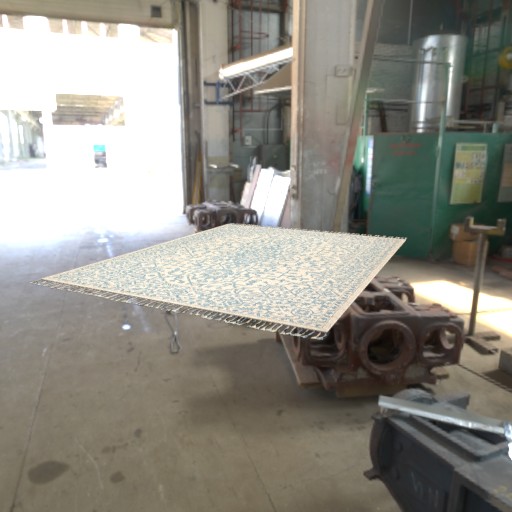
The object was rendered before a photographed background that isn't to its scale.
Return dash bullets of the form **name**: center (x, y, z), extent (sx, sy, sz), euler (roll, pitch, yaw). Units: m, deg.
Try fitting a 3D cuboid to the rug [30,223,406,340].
- **rug**: center (0.000, 0.000, 4.438), extent (2.464, 0.010, 3.327), euler (7, 15, 26)
